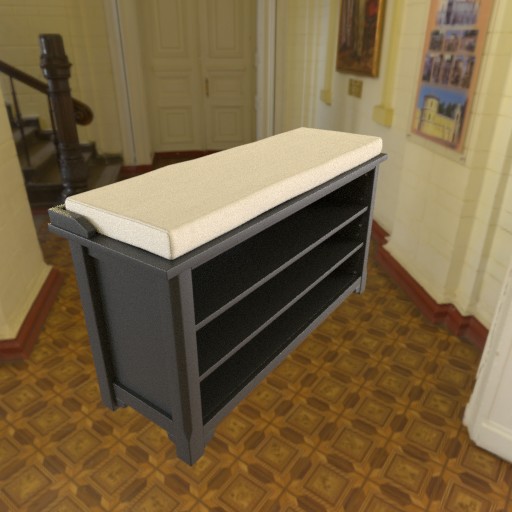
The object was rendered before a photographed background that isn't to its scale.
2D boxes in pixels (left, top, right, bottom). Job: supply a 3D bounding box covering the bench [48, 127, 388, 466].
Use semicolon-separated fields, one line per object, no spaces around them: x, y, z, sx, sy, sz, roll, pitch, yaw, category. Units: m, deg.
0.000;0.000;1.263;0.345;0.561;0.973;18;32;32;bench
